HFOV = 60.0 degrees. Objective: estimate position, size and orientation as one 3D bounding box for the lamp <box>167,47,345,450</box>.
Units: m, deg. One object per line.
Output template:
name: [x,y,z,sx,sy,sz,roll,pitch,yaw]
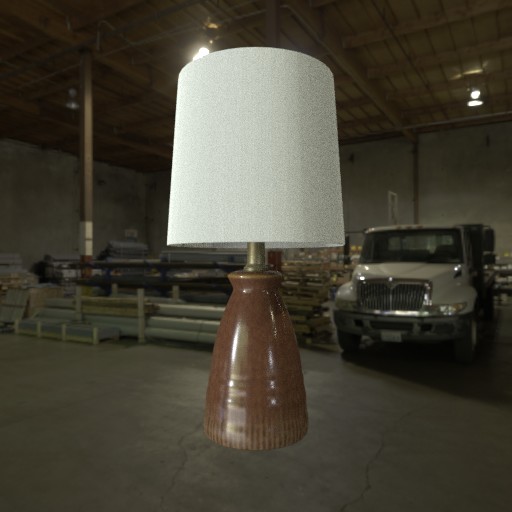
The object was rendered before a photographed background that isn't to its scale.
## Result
lamp: [0.000,0.000,0.473,0.186,0.369,0.186,0,-1,0]
